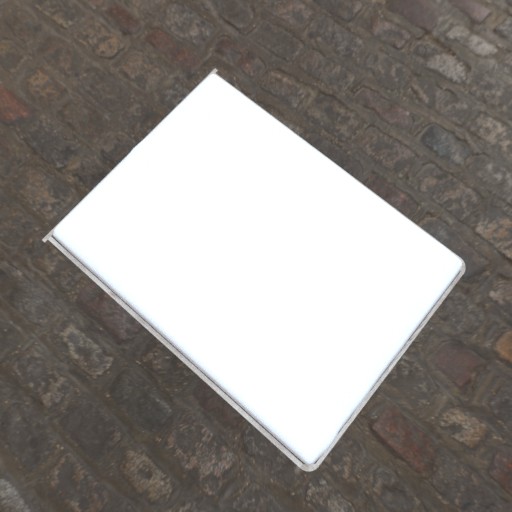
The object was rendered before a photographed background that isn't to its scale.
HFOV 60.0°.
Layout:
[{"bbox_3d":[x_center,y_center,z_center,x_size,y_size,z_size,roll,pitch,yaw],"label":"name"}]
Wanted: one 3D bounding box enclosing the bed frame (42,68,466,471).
[{"bbox_3d":[0.000,0.000,2.636,1.950,0.462,1.490,40,79,9],"label":"bed frame"}]
